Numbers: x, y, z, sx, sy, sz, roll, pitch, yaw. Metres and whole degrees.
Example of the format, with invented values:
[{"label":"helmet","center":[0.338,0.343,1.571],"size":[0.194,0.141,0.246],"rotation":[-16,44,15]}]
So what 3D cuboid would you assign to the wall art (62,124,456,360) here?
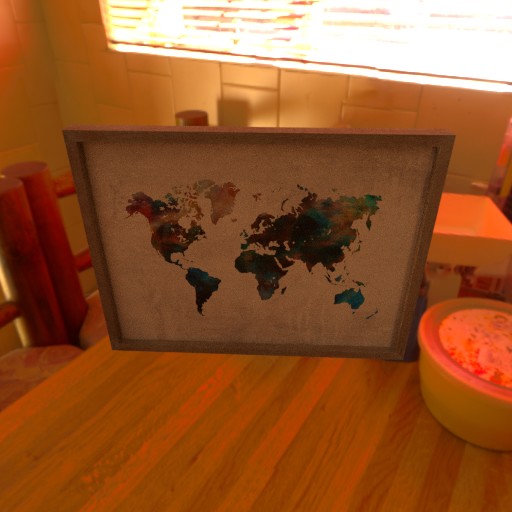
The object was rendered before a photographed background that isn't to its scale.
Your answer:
[{"label":"wall art","center":[0.000,0.000,1.775],"size":[1.320,1.009,0.070],"rotation":[1,31,2]}]
